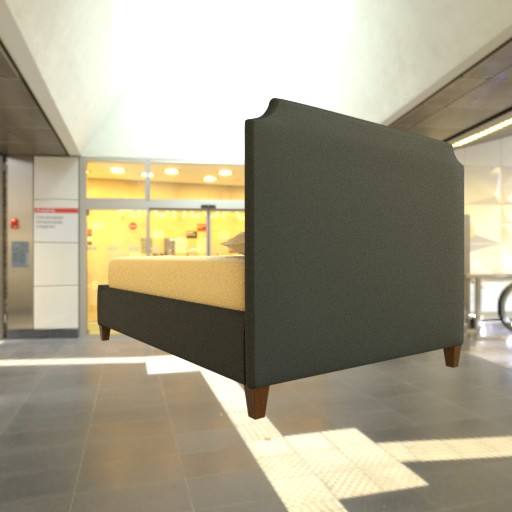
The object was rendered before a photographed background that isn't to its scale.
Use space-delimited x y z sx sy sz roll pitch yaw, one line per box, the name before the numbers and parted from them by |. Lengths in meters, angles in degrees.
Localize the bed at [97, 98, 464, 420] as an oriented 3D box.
bed | 0.000 0.000 3.337 1.712 1.443 2.372 0 0 -36
